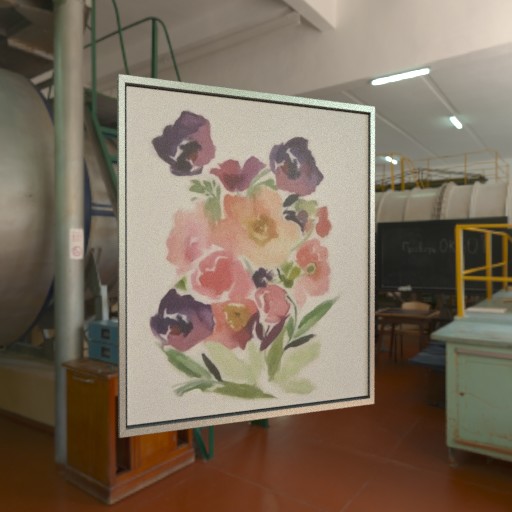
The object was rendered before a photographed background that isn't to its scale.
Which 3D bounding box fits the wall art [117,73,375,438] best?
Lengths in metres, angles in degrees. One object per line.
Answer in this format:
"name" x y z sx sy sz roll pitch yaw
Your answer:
"wall art" 0.000 0.000 0.760 0.452 0.549 0.038 0 1 -19
